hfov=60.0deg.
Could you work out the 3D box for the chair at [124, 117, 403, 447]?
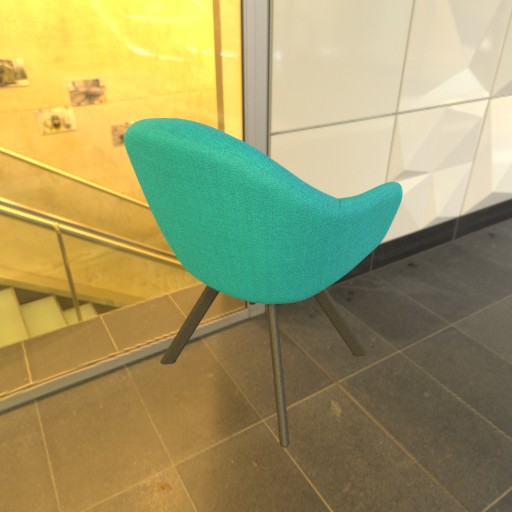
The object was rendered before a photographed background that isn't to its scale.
[{"bbox_3d":[0.000,0.000,1.184,0.590,0.795,0.550,22,37,33],"label":"chair"}]
